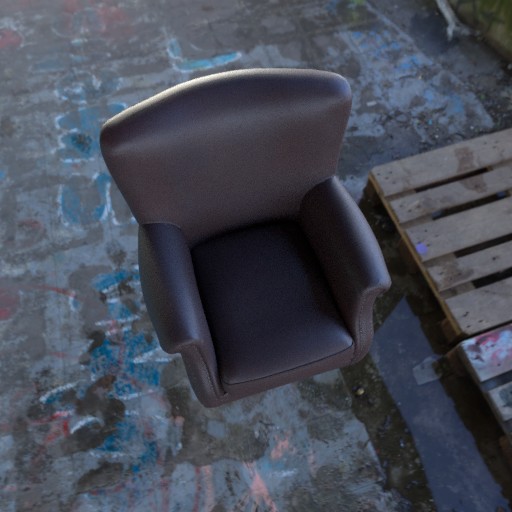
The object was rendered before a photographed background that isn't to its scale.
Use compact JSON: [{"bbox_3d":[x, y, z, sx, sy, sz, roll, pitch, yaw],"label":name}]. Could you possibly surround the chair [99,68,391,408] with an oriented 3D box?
[{"bbox_3d":[0.000,0.000,1.372,0.700,0.800,0.746,-15,63,-8],"label":"chair"}]
